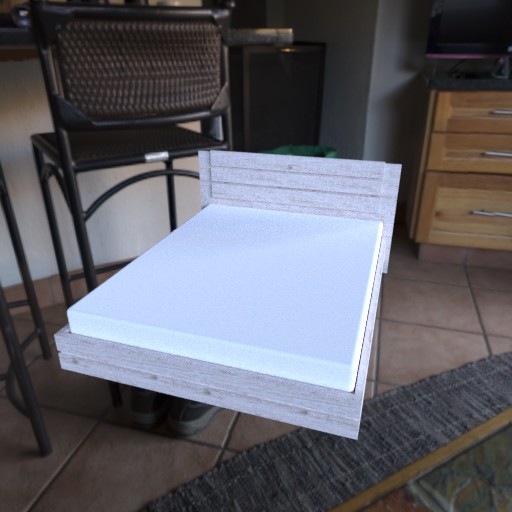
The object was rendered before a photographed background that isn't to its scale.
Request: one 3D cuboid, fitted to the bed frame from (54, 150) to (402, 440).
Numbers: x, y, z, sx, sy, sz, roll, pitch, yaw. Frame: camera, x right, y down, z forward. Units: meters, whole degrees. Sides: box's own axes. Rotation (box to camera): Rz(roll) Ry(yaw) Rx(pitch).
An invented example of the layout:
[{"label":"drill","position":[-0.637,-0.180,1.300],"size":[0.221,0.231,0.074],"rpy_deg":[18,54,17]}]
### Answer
[{"label":"bed frame","position":[0.000,0.000,3.051],"size":[1.750,0.970,2.080],"rpy_deg":[8,26,16]}]
